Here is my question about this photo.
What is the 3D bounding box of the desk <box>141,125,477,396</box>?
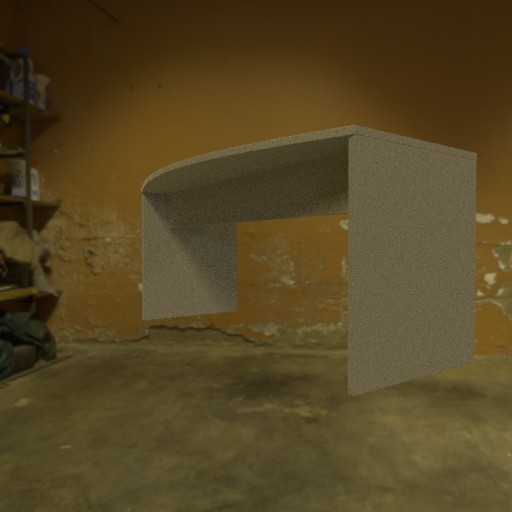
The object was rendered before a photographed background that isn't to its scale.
[{"bbox_3d":[0.000,0.000,2.012,0.802,0.750,1.600,-1,1,-35],"label":"desk"}]
